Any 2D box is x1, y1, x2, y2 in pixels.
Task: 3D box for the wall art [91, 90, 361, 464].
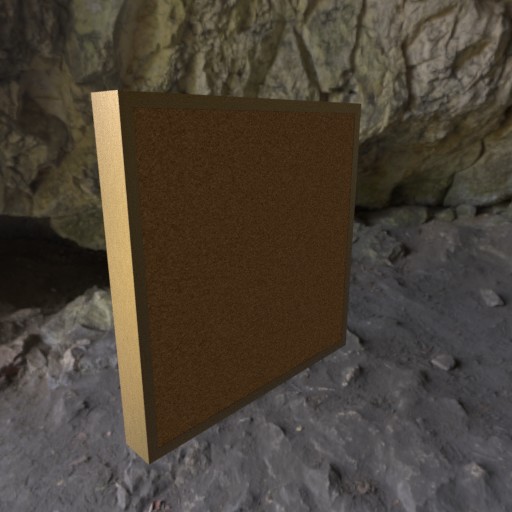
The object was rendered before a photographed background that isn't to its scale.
[{"bbox_3d":[0.000,0.000,0.457,0.038,0.305,0.304,16,23,42],"label":"wall art"}]
